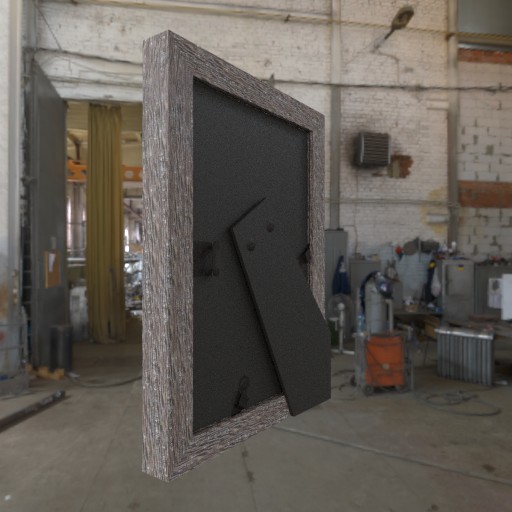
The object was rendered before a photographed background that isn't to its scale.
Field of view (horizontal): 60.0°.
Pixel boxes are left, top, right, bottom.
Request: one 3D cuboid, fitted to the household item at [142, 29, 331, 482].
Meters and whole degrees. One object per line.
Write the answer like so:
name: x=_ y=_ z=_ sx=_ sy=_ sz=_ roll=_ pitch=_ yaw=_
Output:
household item: x=0.000 y=0.000 z=0.233 sx=0.020 sy=0.180 sz=0.133 roll=0 pitch=0 yaw=36
